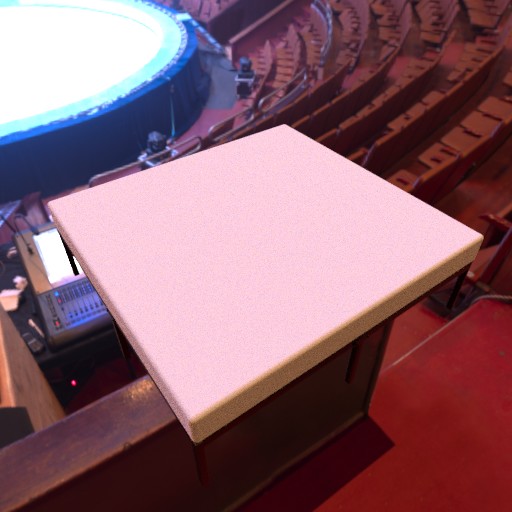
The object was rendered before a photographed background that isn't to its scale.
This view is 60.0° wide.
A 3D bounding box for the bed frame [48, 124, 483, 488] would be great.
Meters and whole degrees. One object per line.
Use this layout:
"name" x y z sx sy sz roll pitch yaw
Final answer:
"bed frame" 0.000 0.000 3.058 2.079 0.659 1.963 -26 47 -26
